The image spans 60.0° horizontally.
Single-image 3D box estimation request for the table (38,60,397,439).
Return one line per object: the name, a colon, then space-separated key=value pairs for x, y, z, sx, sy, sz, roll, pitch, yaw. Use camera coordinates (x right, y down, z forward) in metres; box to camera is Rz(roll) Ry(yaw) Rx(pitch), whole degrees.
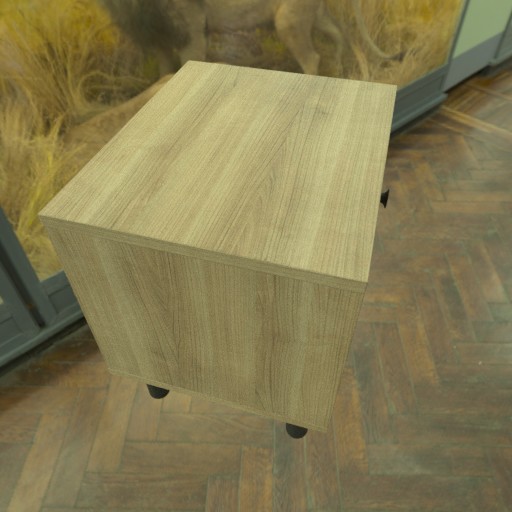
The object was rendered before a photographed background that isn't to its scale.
table: x=0.000 y=0.000 z=0.772 sx=0.380 sy=0.460 sz=0.445 roll=12 pitch=47 yaw=11
